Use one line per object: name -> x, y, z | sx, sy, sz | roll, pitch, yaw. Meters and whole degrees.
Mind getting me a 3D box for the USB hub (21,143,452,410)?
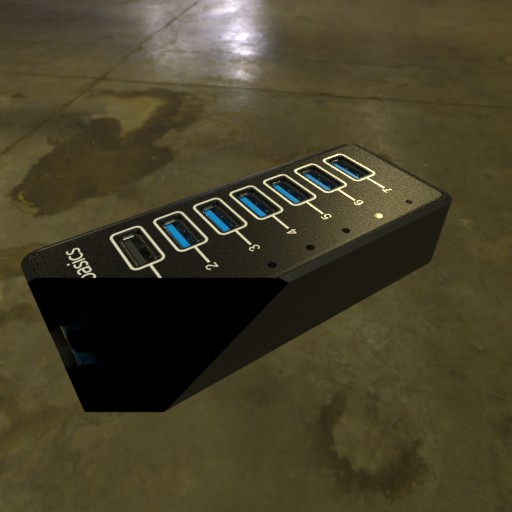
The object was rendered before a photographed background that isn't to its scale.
USB hub -> 0.000, 0.000, 0.123 | 0.110, 0.023, 0.044 | -24, 46, -25
